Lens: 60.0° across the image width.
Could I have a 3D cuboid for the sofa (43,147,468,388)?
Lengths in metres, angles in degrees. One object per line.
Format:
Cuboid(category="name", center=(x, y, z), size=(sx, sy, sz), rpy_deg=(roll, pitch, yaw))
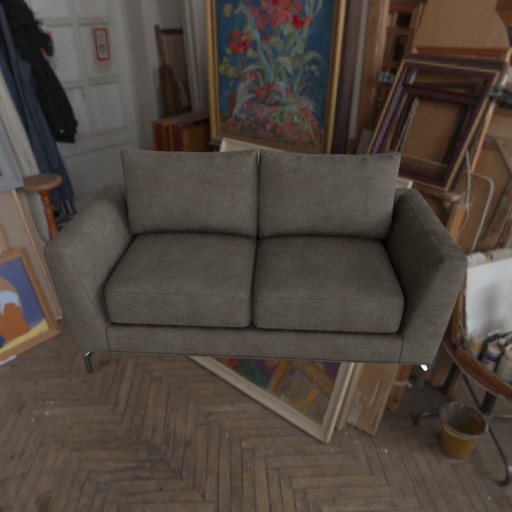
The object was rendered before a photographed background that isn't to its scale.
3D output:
Cuboid(category="sofa", center=(0.000, 0.000, 2.356), size=(1.832, 1.013, 0.855), rpy_deg=(2, 30, 3))
